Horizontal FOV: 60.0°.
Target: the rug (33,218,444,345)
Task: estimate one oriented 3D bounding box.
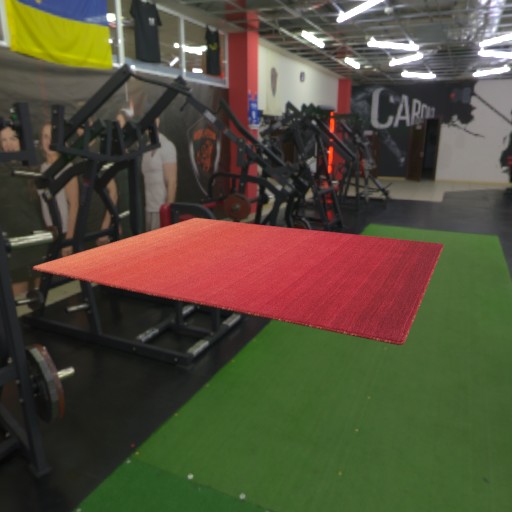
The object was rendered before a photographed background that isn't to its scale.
[{"bbox_3d":[0.000,0.000,3.933,2.905,0.028,2.340,8,18,26],"label":"rug"}]
